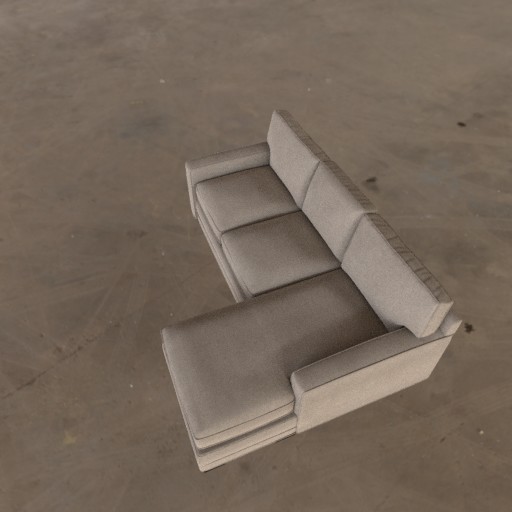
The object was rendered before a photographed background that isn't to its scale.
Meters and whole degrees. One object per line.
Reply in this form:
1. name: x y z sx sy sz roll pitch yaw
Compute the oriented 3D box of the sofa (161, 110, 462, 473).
1. sofa: 0.000 0.000 2.949 1.496 0.861 2.087 -17 50 -15
